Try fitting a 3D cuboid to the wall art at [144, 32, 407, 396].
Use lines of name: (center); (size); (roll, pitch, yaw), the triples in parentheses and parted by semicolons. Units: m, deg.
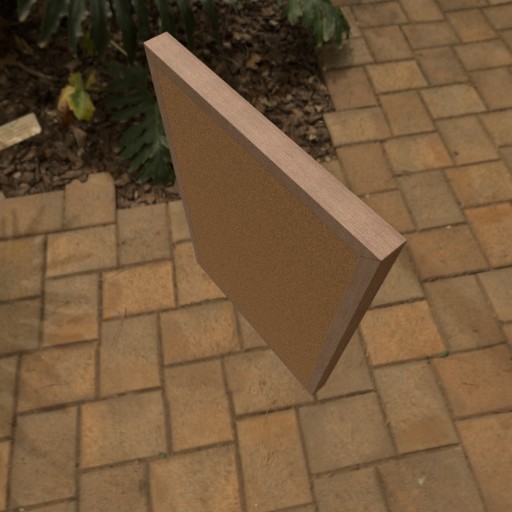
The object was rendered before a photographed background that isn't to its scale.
wall art: (0.000, 0.000, 0.649); (0.031, 0.509, 0.356); (-36, 67, -18)
